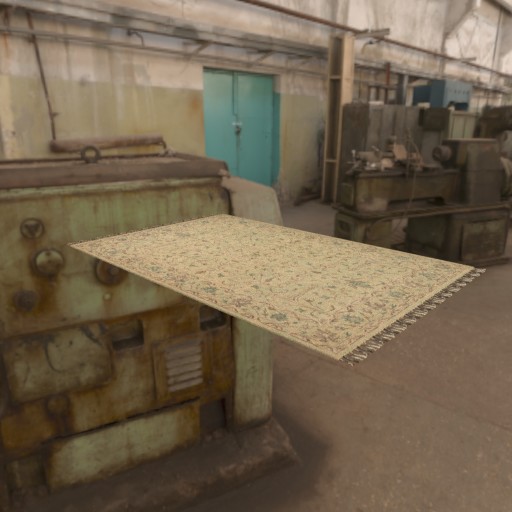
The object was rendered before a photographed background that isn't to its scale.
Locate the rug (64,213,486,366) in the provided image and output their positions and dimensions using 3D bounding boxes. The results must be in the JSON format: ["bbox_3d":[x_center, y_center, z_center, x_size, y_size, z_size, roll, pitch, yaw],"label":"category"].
[{"bbox_3d":[0.000,0.000,2.975,2.435,0.010,1.544,16,23,41],"label":"rug"}]
